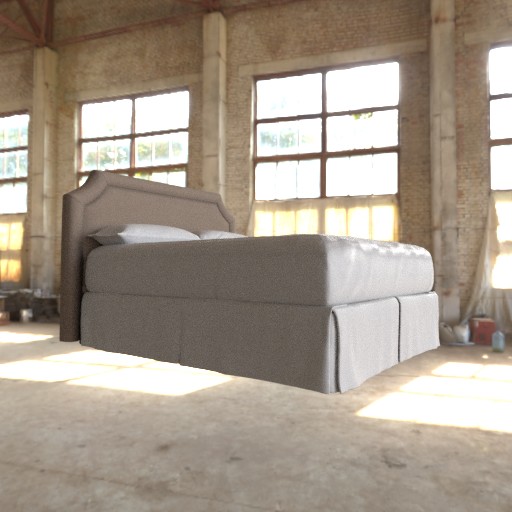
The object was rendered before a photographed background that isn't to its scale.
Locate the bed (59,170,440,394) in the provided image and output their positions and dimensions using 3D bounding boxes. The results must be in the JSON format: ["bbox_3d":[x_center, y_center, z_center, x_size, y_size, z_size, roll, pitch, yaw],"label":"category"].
[{"bbox_3d":[0.000,0.000,3.232,2.164,1.303,1.828,-1,-2,38],"label":"bed"}]
